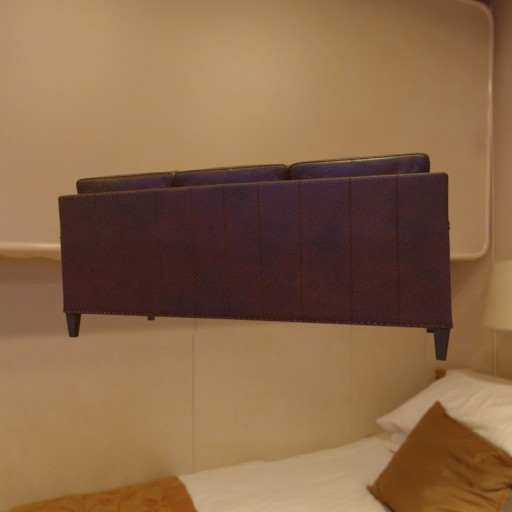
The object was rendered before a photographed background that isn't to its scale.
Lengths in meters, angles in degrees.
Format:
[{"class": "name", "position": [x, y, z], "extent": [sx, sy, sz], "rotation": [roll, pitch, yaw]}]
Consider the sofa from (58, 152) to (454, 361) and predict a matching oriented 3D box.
[{"class": "sofa", "position": [0.000, 0.000, 2.806], "extent": [2.240, 1.003, 1.084], "rotation": [0, -1, 18]}]
